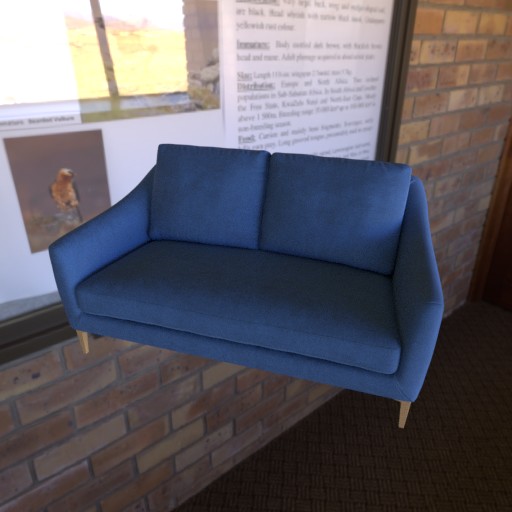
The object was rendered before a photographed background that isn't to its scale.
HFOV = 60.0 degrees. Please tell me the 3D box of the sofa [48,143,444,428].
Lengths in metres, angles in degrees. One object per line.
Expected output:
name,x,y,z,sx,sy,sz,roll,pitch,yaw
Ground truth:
sofa,0.000,0.000,2.146,1.619,0.902,0.960,8,27,16
